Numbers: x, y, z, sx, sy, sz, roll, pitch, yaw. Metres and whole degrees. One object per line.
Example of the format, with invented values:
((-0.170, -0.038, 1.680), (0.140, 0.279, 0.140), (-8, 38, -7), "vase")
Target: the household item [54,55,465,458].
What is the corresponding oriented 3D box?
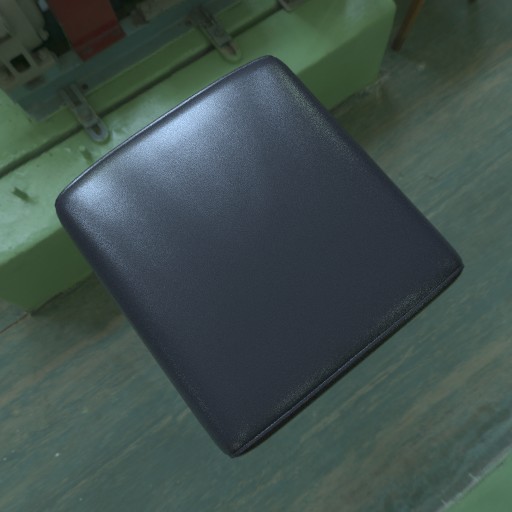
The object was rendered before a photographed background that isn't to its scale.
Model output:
((0.000, 0.000, 0.869), (0.530, 0.410, 0.530), (-37, 79, -9), "household item")
